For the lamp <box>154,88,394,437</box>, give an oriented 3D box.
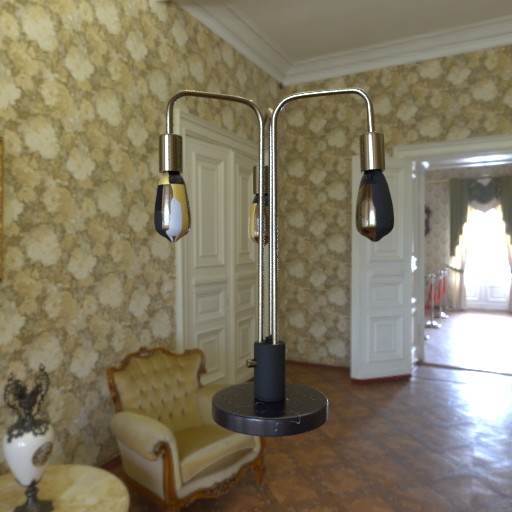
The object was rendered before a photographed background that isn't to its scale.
[{"bbox_3d":[0.000,0.000,0.810,0.368,0.560,0.355,0,0,-19],"label":"lamp"}]
